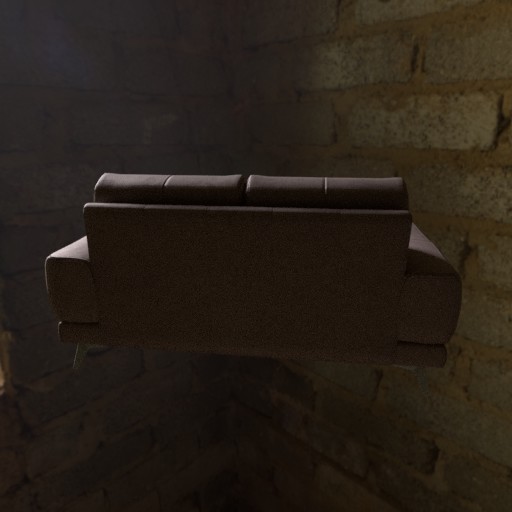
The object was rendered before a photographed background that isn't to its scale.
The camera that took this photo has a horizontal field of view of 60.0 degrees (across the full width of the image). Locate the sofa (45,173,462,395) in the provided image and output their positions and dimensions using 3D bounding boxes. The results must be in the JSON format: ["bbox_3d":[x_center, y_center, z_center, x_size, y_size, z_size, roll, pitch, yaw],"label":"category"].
[{"bbox_3d":[0.000,0.000,2.326,1.806,0.907,1.018,2,17,7],"label":"sofa"}]
